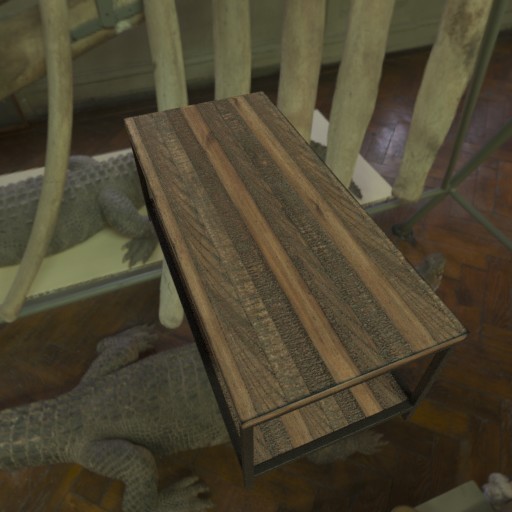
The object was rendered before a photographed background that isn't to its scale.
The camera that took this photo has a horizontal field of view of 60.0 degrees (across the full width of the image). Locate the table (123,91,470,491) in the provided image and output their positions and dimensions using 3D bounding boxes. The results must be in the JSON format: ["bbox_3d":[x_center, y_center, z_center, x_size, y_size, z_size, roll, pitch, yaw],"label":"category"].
[{"bbox_3d":[0.000,0.000,1.218,0.452,0.399,0.990,-17,50,-15],"label":"table"}]
